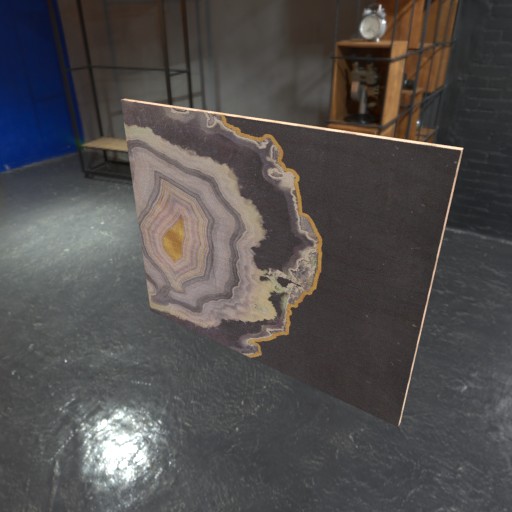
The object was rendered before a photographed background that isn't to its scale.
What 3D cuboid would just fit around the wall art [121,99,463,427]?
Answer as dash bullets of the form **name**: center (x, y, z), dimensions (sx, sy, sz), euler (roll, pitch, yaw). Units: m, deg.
- **wall art**: center (0.000, 0.000, 0.675), dimensions (0.508, 0.408, 0.010), euler (18, 34, 29)
